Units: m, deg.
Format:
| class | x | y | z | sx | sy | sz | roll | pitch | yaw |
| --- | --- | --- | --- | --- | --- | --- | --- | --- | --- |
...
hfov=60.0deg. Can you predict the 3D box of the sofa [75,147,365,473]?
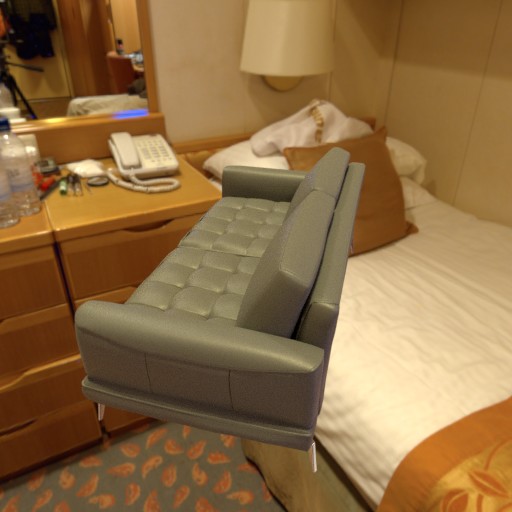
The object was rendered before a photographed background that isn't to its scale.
| class | x | y | z | sx | sy | sz | roll | pitch | yaw |
| --- | --- | --- | --- | --- | --- | --- | --- | --- | --- |
| sofa | 0.000 | 0.000 | 2.677 | 1.121 | 0.930 | 2.177 | 8 | 31 | 13 |
